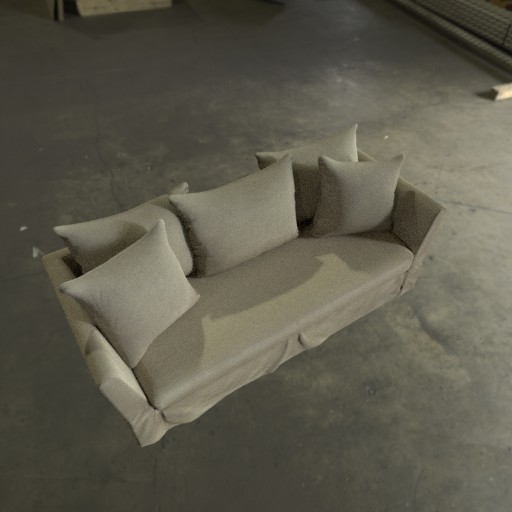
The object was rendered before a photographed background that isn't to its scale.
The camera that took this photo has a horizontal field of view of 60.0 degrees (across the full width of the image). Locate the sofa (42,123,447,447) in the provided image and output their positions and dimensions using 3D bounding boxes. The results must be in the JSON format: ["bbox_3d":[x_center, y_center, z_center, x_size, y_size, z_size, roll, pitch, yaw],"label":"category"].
[{"bbox_3d":[0.000,0.000,2.817,2.290,1.034,1.031,-25,50,-23],"label":"sofa"}]
